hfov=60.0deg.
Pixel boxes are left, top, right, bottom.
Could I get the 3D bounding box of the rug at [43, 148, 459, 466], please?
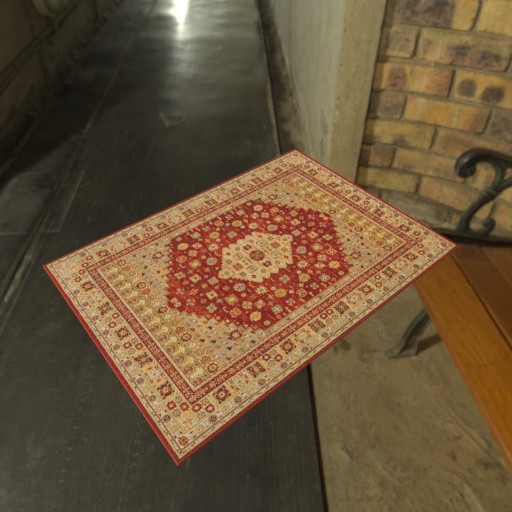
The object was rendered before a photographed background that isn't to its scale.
[{"bbox_3d":[0.000,0.000,2.893,2.211,0.013,1.593,-30,52,-27],"label":"rug"}]
